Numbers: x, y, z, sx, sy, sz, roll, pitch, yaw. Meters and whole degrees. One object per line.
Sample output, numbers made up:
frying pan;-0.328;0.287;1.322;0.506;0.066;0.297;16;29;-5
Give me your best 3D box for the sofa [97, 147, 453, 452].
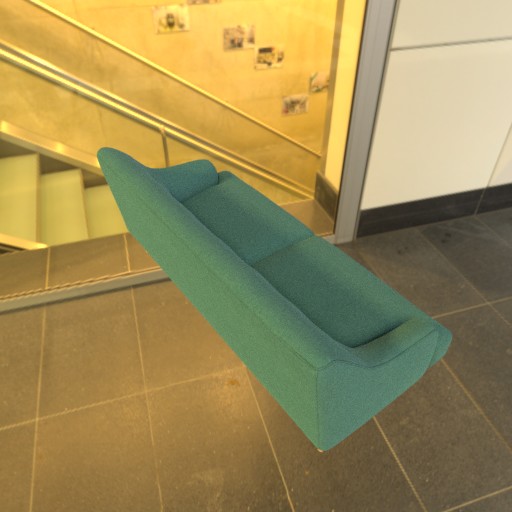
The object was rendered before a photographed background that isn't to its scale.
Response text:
sofa;0.000;0.000;2.566;0.978;0.871;2.057;-26;47;-27
